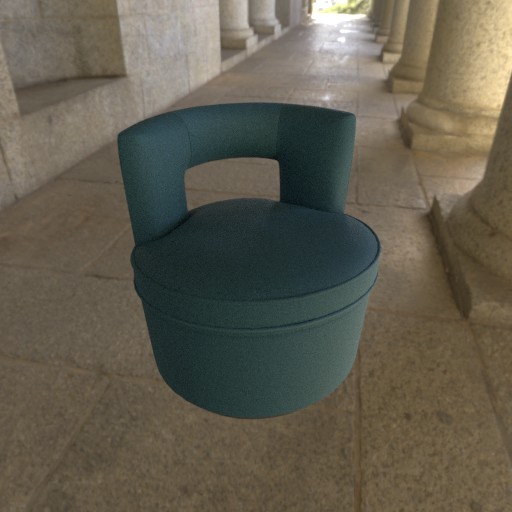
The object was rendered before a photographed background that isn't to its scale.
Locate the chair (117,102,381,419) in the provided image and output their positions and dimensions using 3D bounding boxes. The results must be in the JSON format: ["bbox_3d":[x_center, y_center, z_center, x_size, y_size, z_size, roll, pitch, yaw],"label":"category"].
[{"bbox_3d":[0.000,0.000,1.257,0.684,0.711,0.660,-10,33,-15],"label":"chair"}]
